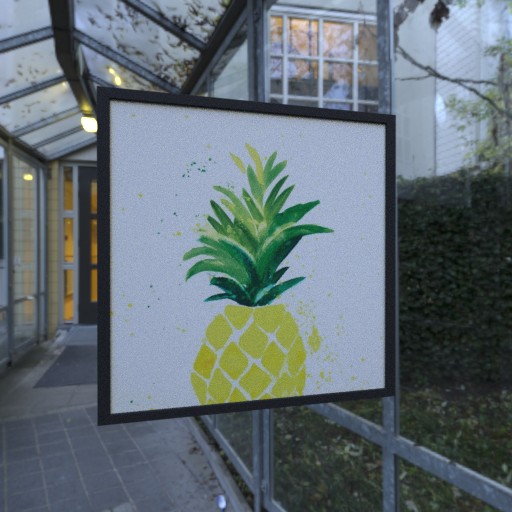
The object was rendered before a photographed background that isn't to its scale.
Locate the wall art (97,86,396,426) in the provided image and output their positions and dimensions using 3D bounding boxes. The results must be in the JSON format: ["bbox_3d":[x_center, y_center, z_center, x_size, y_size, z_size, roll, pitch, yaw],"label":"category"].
[{"bbox_3d":[0.000,0.000,0.454,0.305,0.304,0.033,0,0,-16],"label":"wall art"}]
